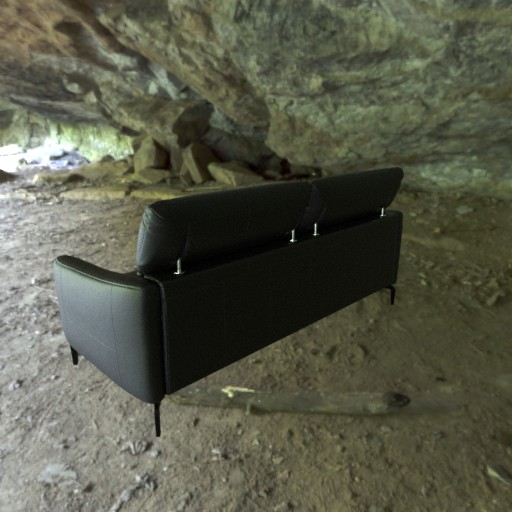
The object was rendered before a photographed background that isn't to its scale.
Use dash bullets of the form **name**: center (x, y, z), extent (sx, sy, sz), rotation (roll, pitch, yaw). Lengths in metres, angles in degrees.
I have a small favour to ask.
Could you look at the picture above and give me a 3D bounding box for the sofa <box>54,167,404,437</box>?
- **sofa**: center (0.000, 0.000, 2.583), extent (2.069, 0.957, 0.856), rotation (-16, 23, -43)
